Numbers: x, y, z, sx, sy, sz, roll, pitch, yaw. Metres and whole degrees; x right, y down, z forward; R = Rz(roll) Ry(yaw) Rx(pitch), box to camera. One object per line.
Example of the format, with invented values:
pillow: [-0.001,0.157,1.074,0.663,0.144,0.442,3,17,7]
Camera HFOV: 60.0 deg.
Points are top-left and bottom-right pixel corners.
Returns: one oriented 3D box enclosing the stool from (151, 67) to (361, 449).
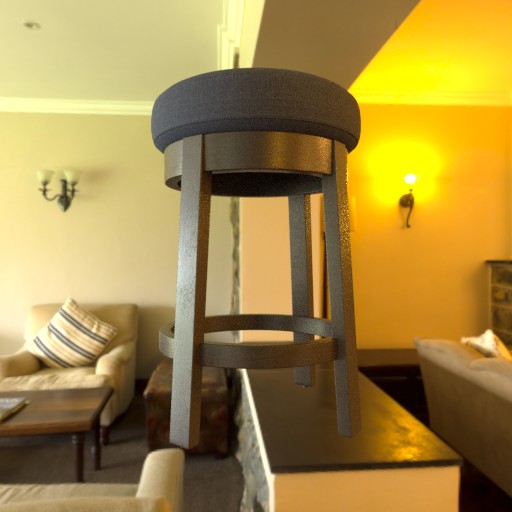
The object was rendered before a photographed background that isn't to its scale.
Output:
stool: [0.000,0.000,0.932,0.449,0.655,0.449,0,0,0]
